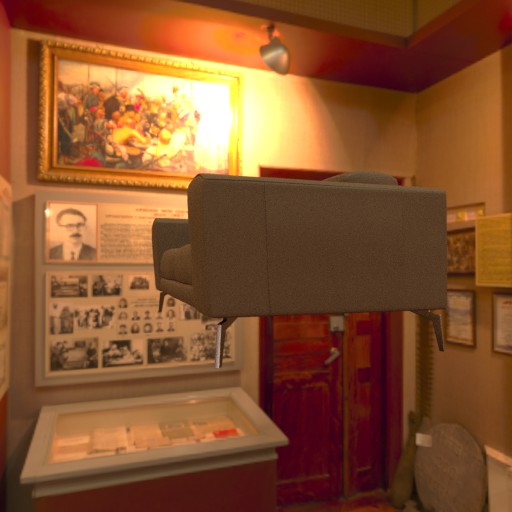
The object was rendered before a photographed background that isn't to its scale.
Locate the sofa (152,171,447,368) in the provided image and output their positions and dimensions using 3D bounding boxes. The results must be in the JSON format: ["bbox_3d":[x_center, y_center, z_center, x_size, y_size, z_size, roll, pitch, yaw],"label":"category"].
[{"bbox_3d":[0.000,0.000,2.473,1.003,0.779,1.895,0,-1,-18],"label":"sofa"}]
